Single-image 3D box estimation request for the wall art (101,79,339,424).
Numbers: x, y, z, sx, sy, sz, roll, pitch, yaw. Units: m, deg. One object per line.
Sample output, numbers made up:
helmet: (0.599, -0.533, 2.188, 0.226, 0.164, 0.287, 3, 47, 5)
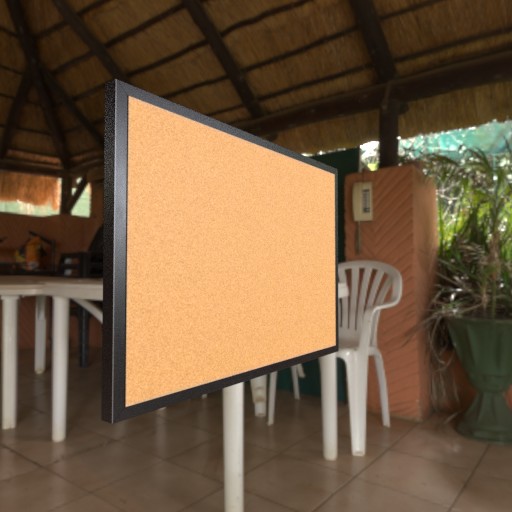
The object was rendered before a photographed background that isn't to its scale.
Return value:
wall art: (0.000, 0.000, 0.856, 0.027, 0.458, 0.657, -1, -2, 37)
